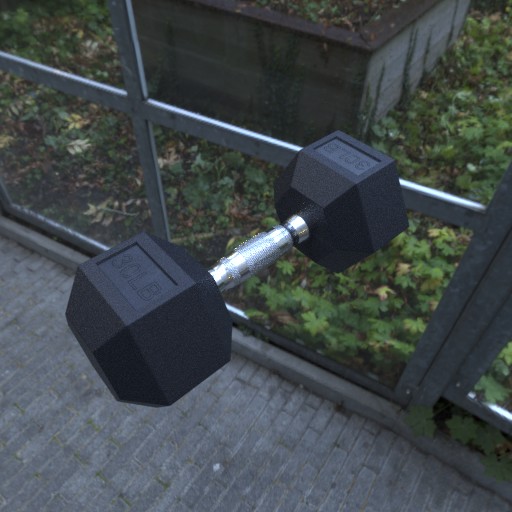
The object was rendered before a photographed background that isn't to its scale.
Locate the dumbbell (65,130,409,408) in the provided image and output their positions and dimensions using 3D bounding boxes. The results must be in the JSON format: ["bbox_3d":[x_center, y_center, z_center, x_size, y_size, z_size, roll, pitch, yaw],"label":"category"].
[{"bbox_3d":[0.000,0.000,0.419,0.337,0.123,0.142,-32,55,-27],"label":"dumbbell"}]
